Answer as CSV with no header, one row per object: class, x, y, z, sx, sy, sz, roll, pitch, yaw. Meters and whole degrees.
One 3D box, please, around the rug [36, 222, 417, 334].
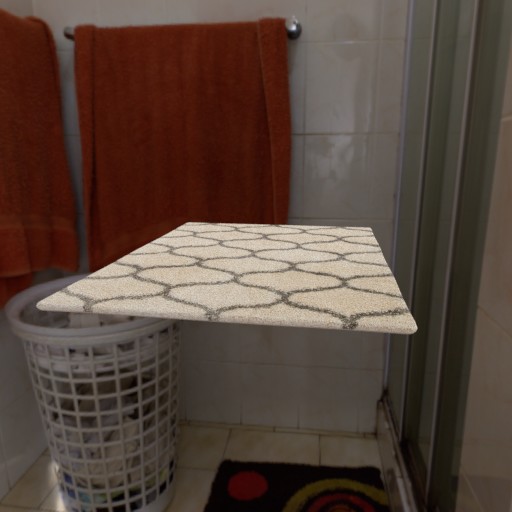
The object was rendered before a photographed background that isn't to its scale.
rug,0.000,0.000,2.114,1.200,0.025,1.600,2,14,9
